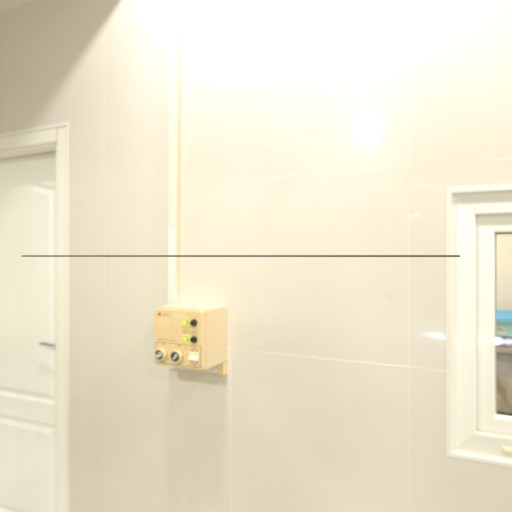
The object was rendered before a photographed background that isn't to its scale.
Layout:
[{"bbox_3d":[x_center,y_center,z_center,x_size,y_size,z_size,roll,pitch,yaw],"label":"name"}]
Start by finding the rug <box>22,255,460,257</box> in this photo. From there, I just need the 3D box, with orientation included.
[{"bbox_3d":[0.000,0.000,2.890,2.235,0.008,1.600,0,0,17],"label":"rug"}]
